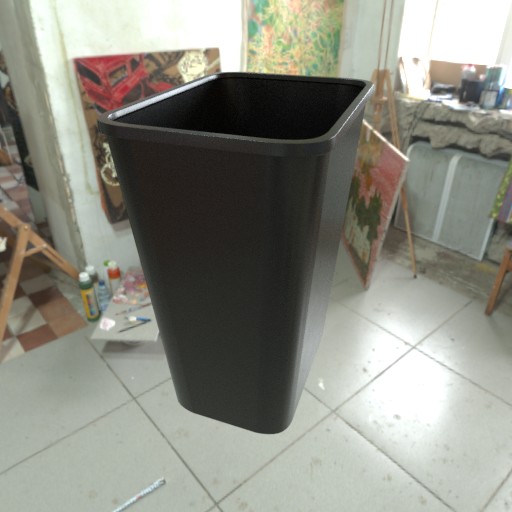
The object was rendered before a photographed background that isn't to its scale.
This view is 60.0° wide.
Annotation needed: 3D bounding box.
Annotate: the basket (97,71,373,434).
[{"bbox_3d":[0.000,0.000,0.754,0.287,0.521,0.394,11,33,17],"label":"basket"}]
